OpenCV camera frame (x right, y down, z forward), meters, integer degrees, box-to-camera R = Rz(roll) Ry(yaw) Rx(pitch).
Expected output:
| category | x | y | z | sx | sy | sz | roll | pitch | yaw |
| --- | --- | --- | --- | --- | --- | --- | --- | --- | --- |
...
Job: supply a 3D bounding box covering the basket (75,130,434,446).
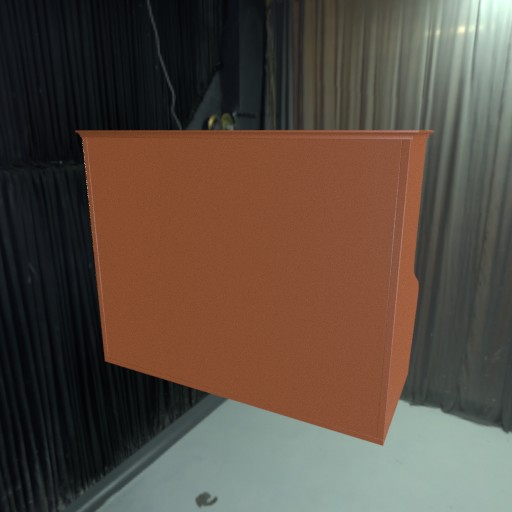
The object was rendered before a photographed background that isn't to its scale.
| category | x | y | z | sx | sy | sz | roll | pitch | yaw |
| --- | --- | --- | --- | --- | --- | --- | --- | --- | --- |
| basket | 0.000 | 0.000 | 1.147 | 0.792 | 0.625 | 0.376 | 8 | 18 | 26 |
